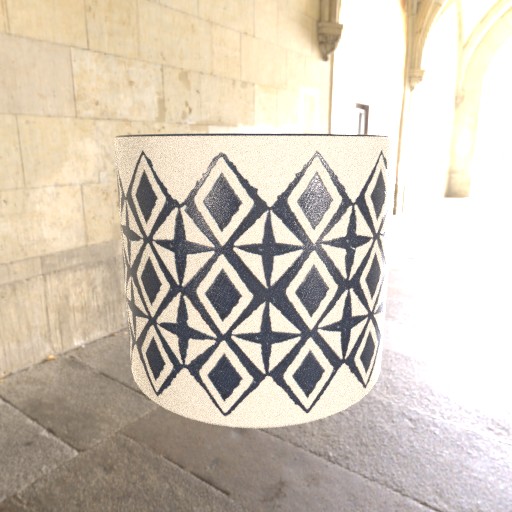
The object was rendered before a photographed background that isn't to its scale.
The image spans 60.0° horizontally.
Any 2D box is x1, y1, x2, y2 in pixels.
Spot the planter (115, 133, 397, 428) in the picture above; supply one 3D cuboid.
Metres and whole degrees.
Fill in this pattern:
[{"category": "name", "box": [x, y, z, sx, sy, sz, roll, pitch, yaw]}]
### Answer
[{"category": "planter", "box": [0.000, 0.000, 0.277, 0.159, 0.144, 0.159, 0, 14, 0]}]
